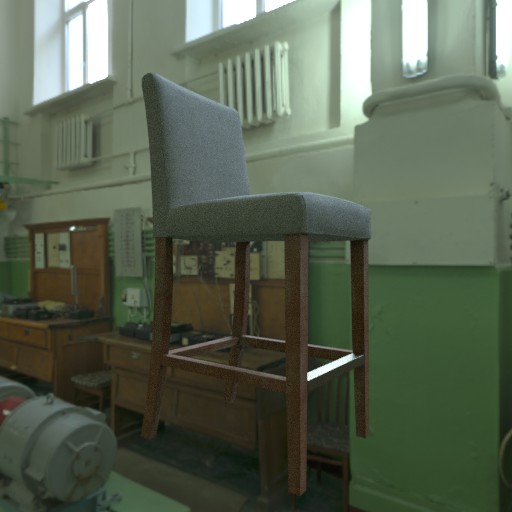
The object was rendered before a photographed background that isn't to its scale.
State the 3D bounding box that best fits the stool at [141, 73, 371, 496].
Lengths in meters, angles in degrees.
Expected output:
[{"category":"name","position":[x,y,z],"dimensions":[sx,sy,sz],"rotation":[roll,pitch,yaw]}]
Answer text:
[{"category":"stool","position":[0.000,0.000,1.334],"dimensions":[0.570,1.088,0.439],"rotation":[0,0,35]}]
